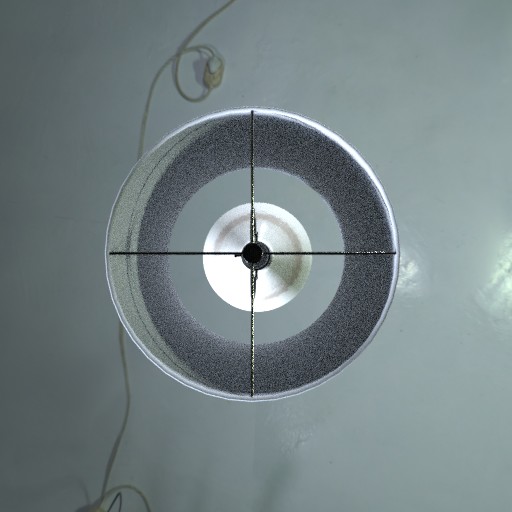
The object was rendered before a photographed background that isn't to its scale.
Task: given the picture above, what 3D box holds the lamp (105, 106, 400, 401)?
[{"bbox_3d":[0.000,0.000,0.526,0.217,0.404,0.217,0,89,1],"label":"lamp"}]
